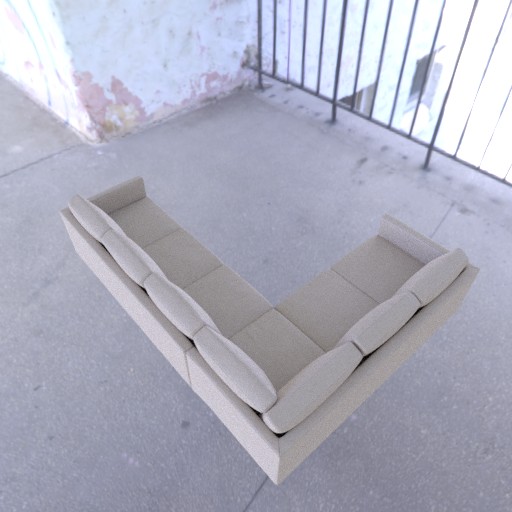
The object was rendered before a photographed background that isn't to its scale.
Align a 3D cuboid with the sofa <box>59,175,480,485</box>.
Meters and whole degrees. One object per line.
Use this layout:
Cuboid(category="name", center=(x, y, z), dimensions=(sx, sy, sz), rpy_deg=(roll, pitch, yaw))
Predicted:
Cuboid(category="sofa", center=(0.000, 0.000, 4.299), dimensions=(2.432, 0.863, 3.182), rpy_deg=(-32, 54, -27))
